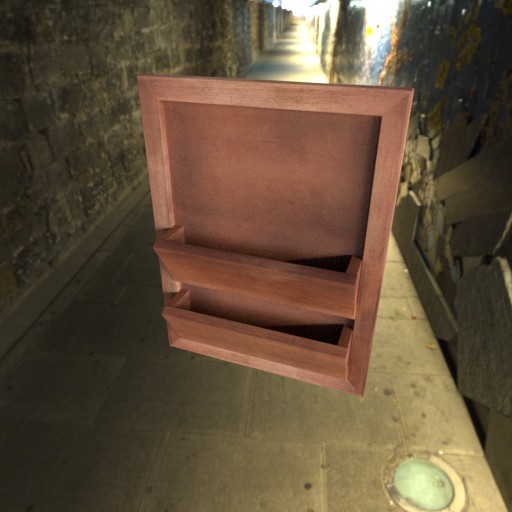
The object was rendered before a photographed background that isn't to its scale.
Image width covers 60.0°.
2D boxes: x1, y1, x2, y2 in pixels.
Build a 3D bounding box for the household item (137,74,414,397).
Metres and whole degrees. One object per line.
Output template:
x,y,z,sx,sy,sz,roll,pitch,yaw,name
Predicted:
0.000,0.000,0.557,0.310,0.407,0.067,10,31,18,household item
